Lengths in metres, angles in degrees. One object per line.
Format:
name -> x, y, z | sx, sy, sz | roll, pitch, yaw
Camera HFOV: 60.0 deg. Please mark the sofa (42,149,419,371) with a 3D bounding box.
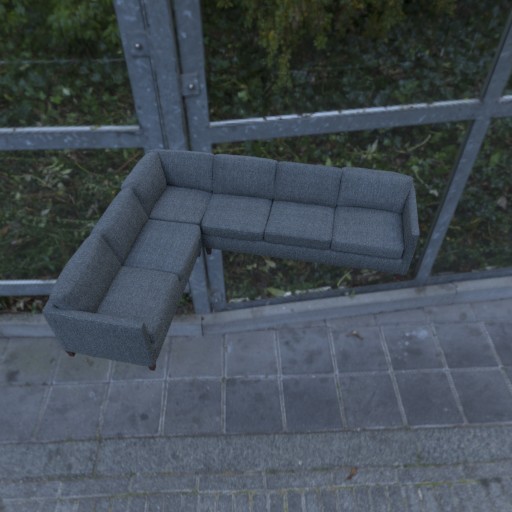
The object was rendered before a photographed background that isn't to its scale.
sofa -> 0.000, 0.000, 4.630 | 3.302, 0.947, 2.593 | 8, 46, 8
